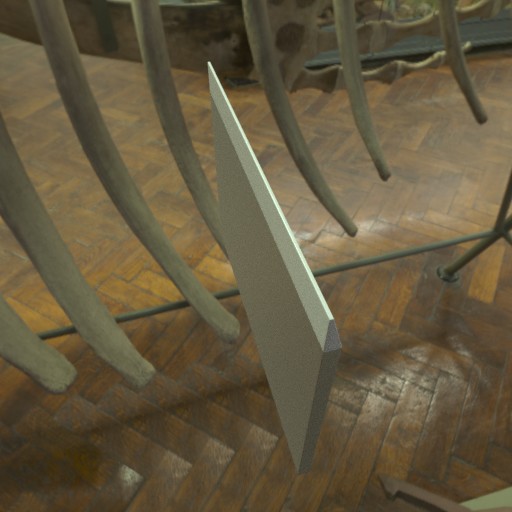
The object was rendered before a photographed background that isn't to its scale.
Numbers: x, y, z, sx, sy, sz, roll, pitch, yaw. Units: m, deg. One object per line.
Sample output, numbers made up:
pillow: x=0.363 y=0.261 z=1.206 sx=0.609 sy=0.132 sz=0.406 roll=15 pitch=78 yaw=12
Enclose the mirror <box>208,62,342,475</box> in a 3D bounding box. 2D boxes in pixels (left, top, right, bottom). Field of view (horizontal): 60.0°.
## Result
mirror: x=0.000 y=0.000 z=1.122 sx=0.030 sy=0.630 sz=0.870 roll=-11 pitch=47 yaw=-11
